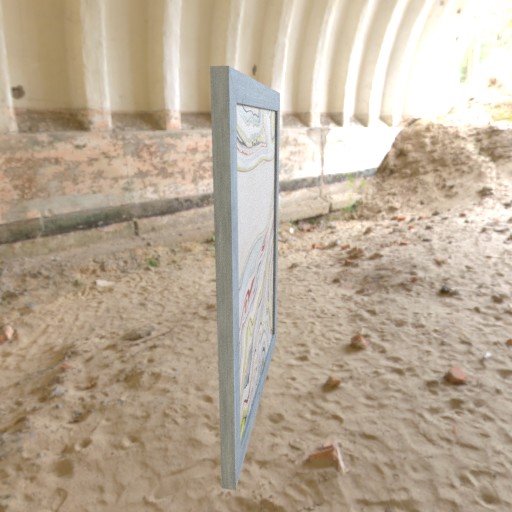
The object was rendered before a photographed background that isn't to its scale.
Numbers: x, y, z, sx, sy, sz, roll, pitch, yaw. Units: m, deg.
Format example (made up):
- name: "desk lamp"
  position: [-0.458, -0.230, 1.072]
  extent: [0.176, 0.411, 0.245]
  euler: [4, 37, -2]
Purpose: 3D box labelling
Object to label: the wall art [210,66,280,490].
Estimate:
- name: "wall art"
  position: [0.000, 0.000, 0.801]
  extent: [0.022, 0.582, 0.479]
  euler: [3, 17, 9]
